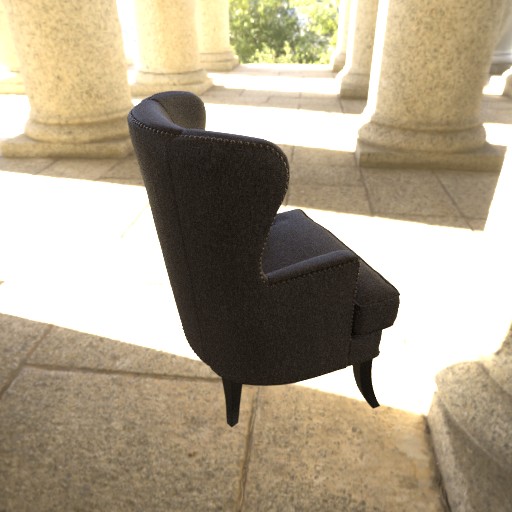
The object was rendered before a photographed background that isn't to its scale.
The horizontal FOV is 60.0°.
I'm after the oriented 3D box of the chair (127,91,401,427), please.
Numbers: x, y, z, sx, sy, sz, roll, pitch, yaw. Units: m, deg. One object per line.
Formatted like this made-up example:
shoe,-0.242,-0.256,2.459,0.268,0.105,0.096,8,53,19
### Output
chair,0.000,0.000,1.595,0.758,1.060,0.759,-12,32,-19
